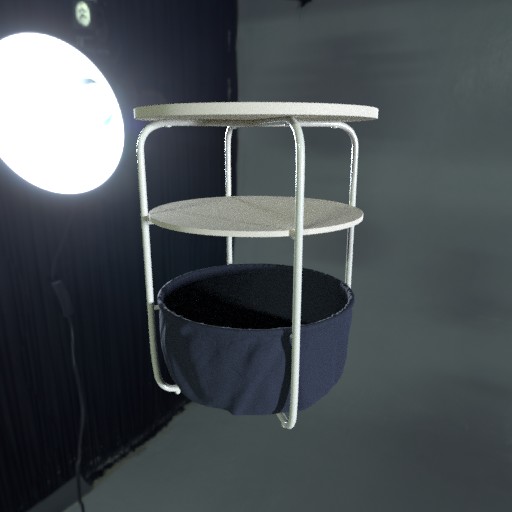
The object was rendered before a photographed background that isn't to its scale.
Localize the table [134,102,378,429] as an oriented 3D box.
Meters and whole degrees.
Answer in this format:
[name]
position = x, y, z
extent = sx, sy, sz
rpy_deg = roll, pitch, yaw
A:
[table]
position = 0.000, 0.000, 0.853
extent = 0.418, 0.532, 0.418
rpy_deg = 8, 17, 26
